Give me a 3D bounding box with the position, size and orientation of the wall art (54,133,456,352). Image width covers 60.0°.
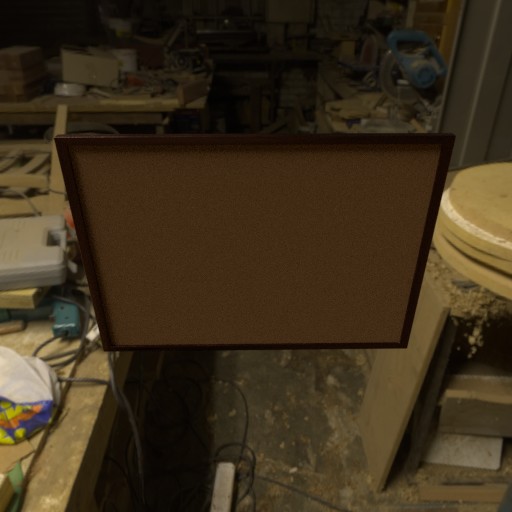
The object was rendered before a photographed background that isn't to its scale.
[{"bbox_3d":[0.000,0.000,0.557,0.431,0.304,0.012,0,31,-1],"label":"wall art"}]
